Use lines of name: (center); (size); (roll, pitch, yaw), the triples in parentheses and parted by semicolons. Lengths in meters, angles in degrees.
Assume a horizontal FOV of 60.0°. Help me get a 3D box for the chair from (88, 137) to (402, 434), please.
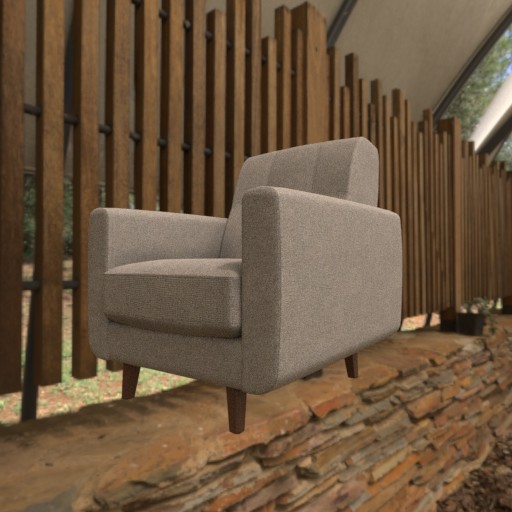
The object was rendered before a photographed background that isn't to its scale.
chair: (0.000, 0.000, 1.676); (0.845, 0.968, 0.942); (-1, -1, 38)
